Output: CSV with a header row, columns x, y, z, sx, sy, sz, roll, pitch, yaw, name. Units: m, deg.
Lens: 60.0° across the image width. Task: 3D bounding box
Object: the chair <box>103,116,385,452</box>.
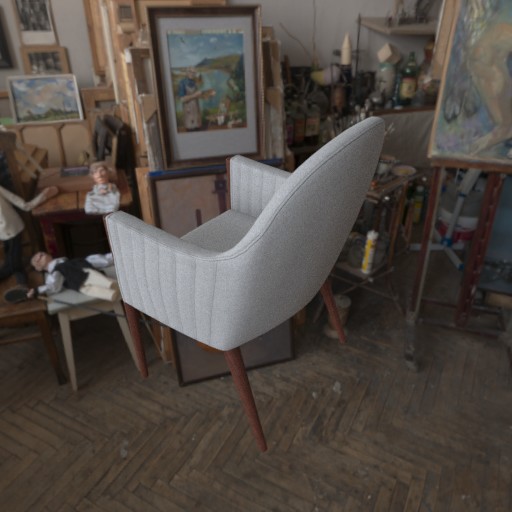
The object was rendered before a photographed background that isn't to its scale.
x,y,z,sx,sy,sz,roll,pitch,yaw,name
0.000,0.000,1.330,0.620,0.889,0.610,20,37,29,chair
